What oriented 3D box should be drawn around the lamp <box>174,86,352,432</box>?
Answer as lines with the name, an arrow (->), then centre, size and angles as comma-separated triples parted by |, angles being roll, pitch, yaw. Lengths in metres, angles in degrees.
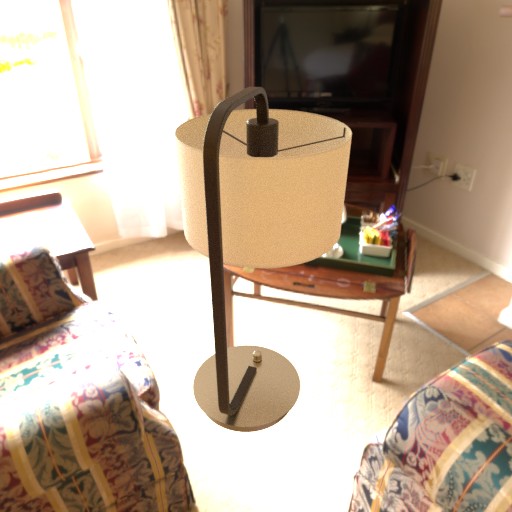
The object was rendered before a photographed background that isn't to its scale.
lamp -> 0.000, 0.000, 0.651 | 0.230, 0.473, 0.288 | 10, 32, 16
